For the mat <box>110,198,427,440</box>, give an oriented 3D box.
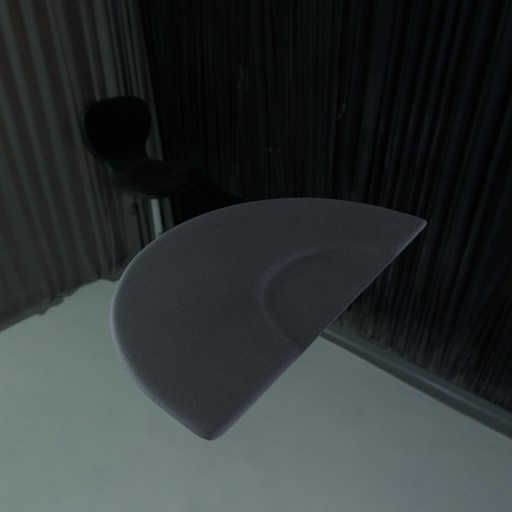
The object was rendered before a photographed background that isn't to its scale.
[{"bbox_3d":[0.000,0.000,1.840,0.917,0.016,1.525,22,38,31],"label":"mat"}]
